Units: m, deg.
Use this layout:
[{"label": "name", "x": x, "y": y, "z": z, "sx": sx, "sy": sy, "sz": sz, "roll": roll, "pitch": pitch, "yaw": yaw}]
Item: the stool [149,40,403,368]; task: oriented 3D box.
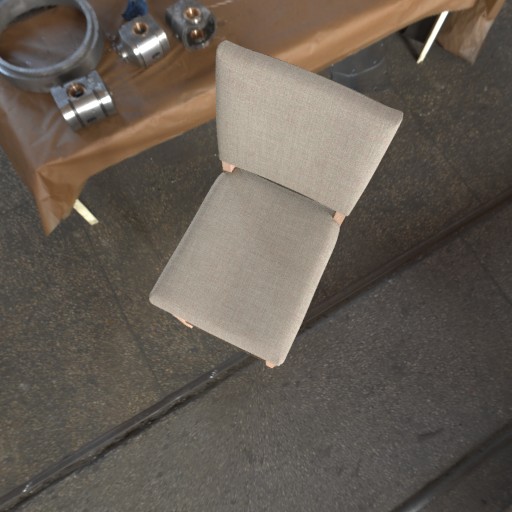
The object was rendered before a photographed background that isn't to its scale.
[{"label": "stool", "x": 0.000, "y": 0.000, "z": 1.458, "sx": 0.445, "sy": 1.173, "sz": 0.585, "roll": 25, "pitch": 76, "yaw": 7}]
